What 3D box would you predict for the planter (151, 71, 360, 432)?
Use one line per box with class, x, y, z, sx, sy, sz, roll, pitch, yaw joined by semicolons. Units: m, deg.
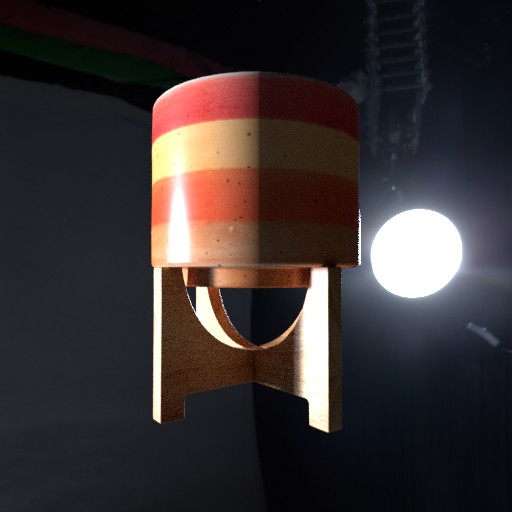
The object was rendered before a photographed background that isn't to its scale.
planter;0.000;0.000;0.416;0.199;0.268;0.199;0;-2;0
